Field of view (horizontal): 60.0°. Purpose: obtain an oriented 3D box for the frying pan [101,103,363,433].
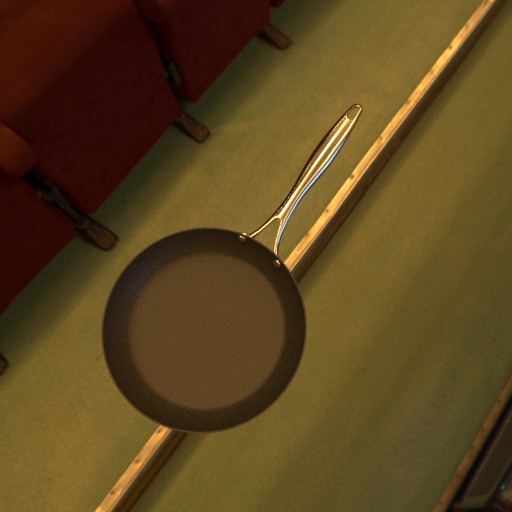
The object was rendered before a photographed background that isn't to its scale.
[{"bbox_3d":[0.000,0.000,0.575,0.255,0.105,0.472,35,77,10],"label":"frying pan"}]
